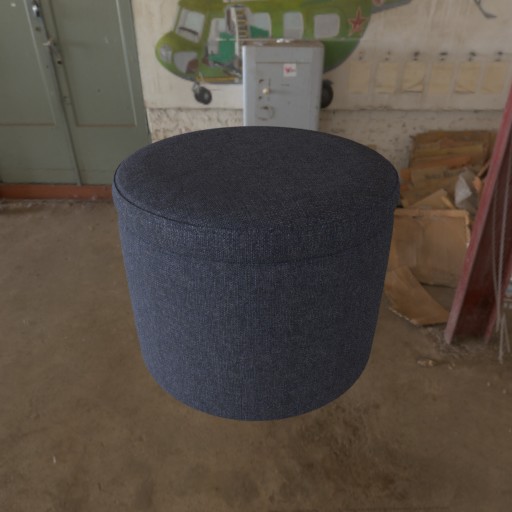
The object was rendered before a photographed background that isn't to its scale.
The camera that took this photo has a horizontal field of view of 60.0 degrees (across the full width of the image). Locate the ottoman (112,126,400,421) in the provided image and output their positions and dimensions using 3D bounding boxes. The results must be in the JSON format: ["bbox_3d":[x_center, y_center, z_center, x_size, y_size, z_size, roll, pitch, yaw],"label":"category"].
[{"bbox_3d":[0.000,0.000,0.917,0.520,0.430,0.520,0,32,0],"label":"ottoman"}]
